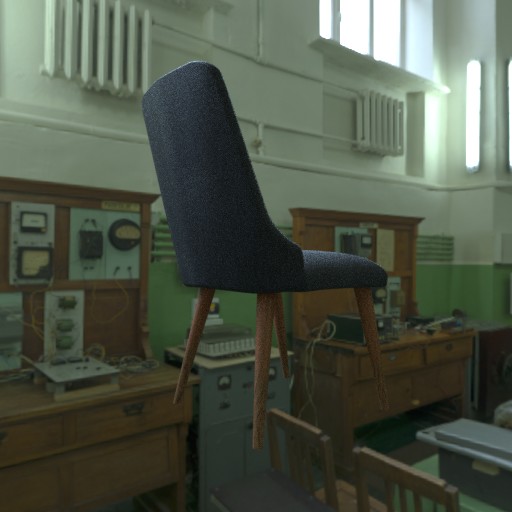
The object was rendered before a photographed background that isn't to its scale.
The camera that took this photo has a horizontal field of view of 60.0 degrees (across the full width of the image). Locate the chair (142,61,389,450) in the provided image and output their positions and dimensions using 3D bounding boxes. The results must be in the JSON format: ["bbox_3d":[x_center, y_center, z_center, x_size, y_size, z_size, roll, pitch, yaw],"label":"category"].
[{"bbox_3d":[0.000,0.000,1.187,0.567,0.820,0.504,0,0,-38],"label":"chair"}]
